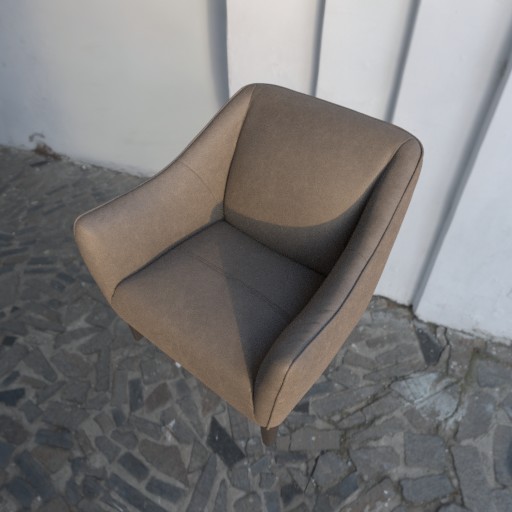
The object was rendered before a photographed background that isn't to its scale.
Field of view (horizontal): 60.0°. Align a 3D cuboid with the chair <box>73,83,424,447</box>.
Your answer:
[{"bbox_3d":[0.000,0.000,1.564,0.871,0.830,0.852,30,52,27],"label":"chair"}]
